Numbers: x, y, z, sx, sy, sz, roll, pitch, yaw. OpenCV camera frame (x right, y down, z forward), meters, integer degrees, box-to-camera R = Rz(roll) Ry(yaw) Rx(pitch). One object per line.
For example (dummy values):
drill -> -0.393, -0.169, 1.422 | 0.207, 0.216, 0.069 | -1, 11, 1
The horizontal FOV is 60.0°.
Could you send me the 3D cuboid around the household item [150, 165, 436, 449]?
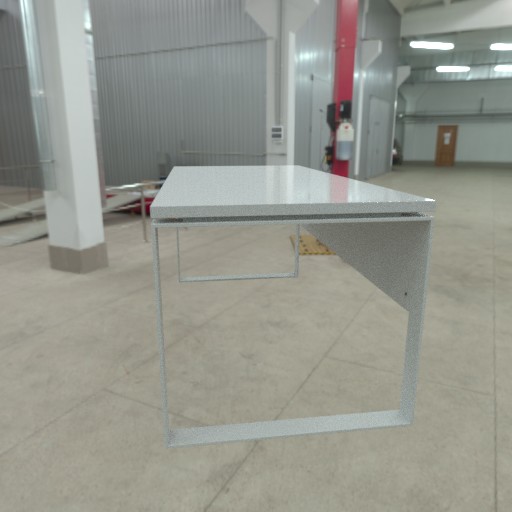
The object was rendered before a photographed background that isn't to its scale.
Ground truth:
household item -> 0.000, 0.000, 2.120 | 0.800, 0.745, 1.700 | -2, 15, -8
